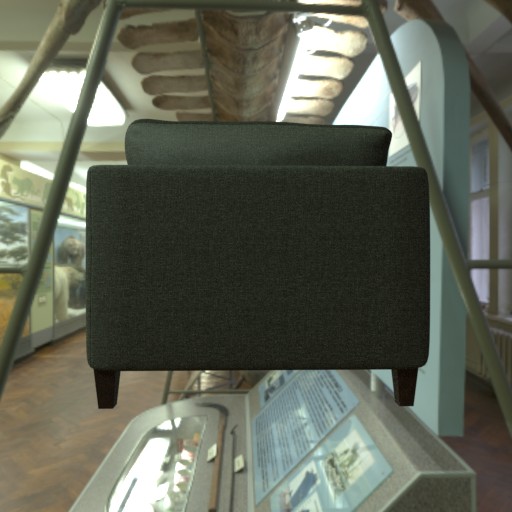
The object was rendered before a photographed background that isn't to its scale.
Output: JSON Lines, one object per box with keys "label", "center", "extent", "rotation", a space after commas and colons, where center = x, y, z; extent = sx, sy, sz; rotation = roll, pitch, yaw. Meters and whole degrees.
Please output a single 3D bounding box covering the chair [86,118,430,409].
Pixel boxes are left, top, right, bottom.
{"label": "chair", "center": [0.000, 0.000, 1.844], "extent": [1.107, 0.963, 0.959], "rotation": [0, 0, -1]}
